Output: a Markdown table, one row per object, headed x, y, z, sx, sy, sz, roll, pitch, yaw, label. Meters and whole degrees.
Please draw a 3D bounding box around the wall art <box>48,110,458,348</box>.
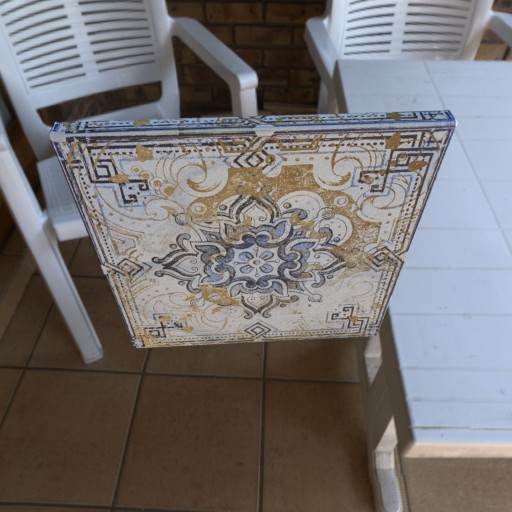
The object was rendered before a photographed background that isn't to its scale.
| x | y | z | sx | sy | sz | roll | pitch | yaw | label |
| --- | --- | --- | --- | --- | --- | --- | --- | --- | --- |
| 0.000 | 0.000 | 0.894 | 0.609 | 0.607 | 0.036 | -2 | 48 | -2 | wall art |
